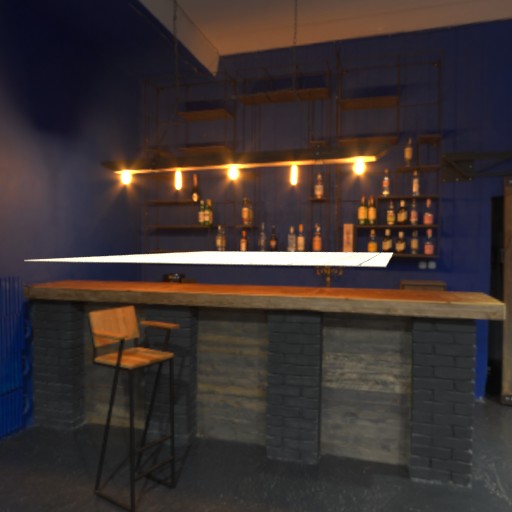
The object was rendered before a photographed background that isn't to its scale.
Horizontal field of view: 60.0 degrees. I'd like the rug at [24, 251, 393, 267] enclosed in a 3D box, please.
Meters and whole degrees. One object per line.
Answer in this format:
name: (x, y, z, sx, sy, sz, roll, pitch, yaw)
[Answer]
rug: (0.000, 0.000, 4.187, 2.444, 0.012, 3.048, 1, 2, 18)
